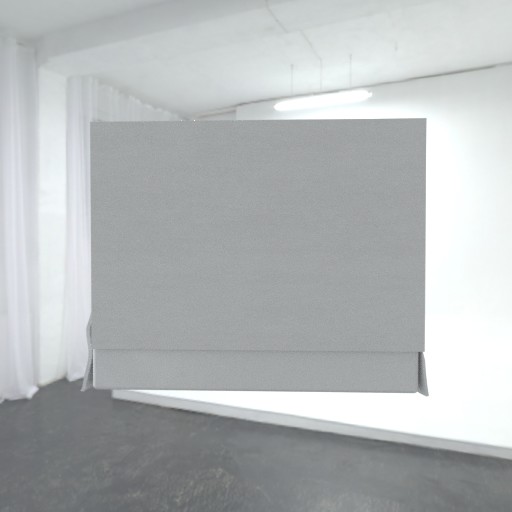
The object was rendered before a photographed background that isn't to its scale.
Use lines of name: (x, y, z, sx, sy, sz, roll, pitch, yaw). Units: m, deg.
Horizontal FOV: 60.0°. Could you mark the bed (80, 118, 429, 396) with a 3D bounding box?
bed: (0.000, 0.000, 3.167, 1.745, 1.335, 2.094, 0, 1, 2)
